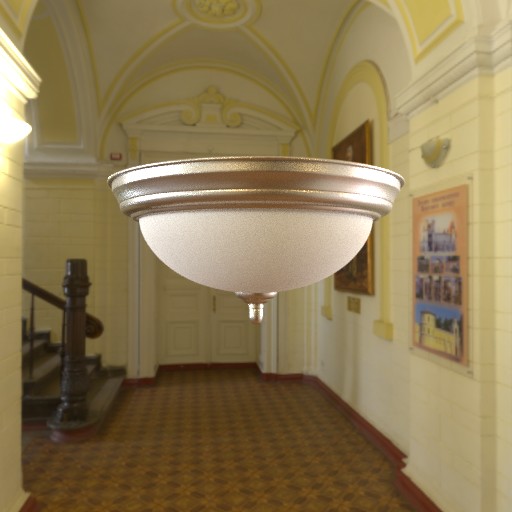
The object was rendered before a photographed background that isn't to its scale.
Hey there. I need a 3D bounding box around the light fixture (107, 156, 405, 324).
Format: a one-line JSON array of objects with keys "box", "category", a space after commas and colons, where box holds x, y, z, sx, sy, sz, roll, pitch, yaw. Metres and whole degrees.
[{"box": [0.000, 0.000, 0.439, 0.280, 0.135, 0.280, 0, 0, 0], "category": "light fixture"}]
